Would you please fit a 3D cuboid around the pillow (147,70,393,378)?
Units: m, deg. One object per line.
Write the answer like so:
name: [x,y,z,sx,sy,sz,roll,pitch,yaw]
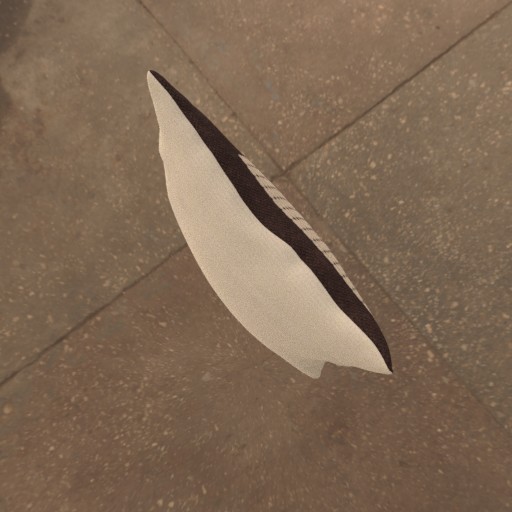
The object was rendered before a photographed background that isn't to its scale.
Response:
pillow: [0.000,0.000,0.740,0.178,0.473,0.475,-35,79,-8]
